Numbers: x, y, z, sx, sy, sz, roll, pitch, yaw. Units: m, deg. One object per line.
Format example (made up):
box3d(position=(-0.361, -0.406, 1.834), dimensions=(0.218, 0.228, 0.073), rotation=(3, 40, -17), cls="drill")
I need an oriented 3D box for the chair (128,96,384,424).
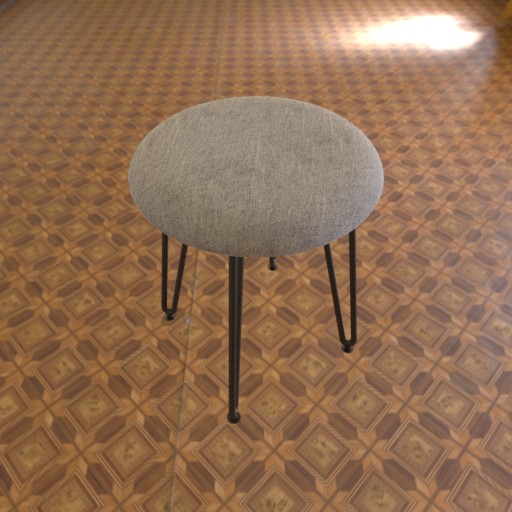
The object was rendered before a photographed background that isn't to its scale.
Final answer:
box3d(position=(0.000, 0.000, 0.659), dimensions=(0.350, 0.386, 0.350), rotation=(9, 46, 9), cls="chair")
